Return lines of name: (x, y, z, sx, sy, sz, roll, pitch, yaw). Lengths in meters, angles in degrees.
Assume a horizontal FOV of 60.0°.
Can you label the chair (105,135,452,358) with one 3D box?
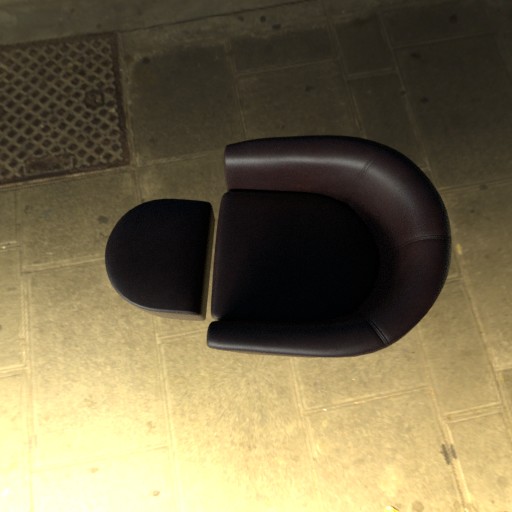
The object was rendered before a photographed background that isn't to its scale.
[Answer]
chair: (0.000, 0.000, 1.677, 1.176, 0.755, 0.737, 4, 76, 1)
